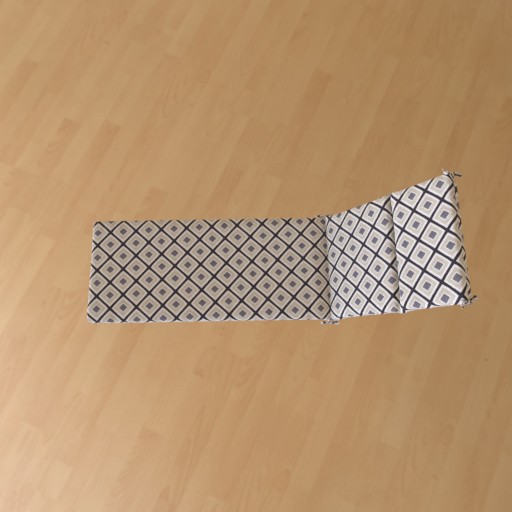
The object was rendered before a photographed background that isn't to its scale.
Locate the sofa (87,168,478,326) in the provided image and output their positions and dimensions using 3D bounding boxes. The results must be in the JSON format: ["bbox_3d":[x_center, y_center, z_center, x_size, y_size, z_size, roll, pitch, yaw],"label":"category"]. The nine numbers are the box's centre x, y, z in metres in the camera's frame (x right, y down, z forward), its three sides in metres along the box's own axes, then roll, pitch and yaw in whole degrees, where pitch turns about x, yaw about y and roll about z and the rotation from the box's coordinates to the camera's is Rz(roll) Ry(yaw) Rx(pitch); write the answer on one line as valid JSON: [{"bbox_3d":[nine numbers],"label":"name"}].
[{"bbox_3d":[0.000,0.000,1.981,1.663,0.622,0.582,-1,76,0],"label":"sofa"}]
